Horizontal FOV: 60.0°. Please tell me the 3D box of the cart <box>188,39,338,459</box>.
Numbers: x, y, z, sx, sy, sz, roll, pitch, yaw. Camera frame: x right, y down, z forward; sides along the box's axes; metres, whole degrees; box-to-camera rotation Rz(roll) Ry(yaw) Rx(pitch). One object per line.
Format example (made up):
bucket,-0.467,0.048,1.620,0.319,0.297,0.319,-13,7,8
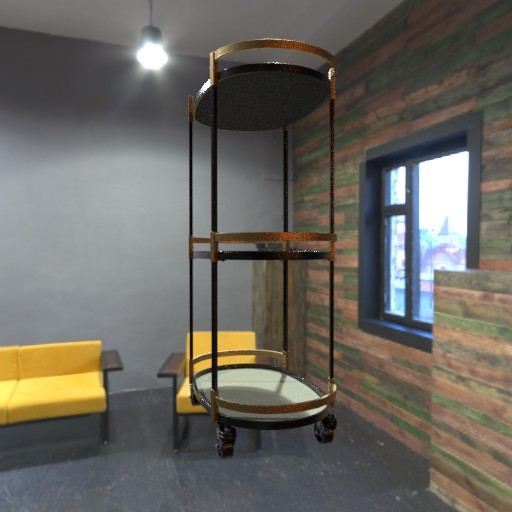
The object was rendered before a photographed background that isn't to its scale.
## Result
cart,0.000,0.000,1.151,0.311,0.885,0.515,0,1,-18
